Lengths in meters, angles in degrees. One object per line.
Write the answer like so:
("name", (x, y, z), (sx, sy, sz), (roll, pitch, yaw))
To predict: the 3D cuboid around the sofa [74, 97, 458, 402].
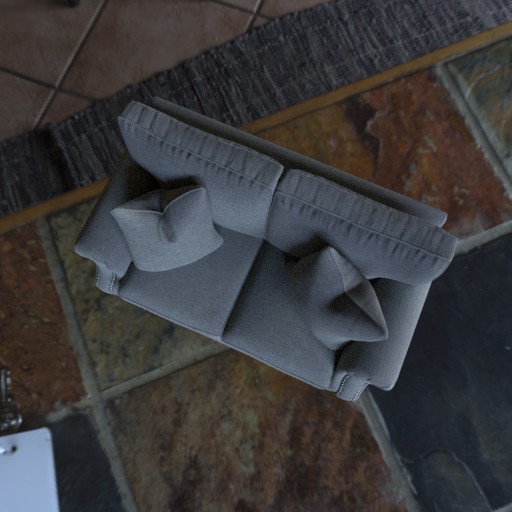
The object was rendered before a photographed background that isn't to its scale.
("sofa", (0.000, 0.000, 2.302), (1.701, 0.966, 0.966), (23, 78, 5))
